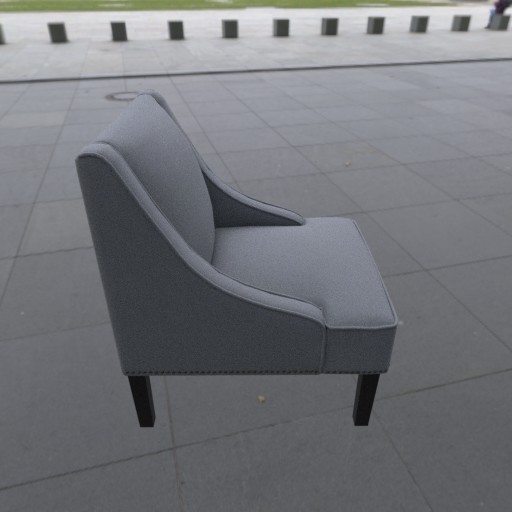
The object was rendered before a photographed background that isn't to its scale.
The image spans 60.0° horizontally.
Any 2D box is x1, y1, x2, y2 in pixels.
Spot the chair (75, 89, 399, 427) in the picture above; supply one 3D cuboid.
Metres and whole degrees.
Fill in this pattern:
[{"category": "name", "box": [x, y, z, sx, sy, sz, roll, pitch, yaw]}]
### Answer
[{"category": "chair", "box": [0.000, 0.000, 1.371, 0.747, 0.867, 0.631, 0, 32, 0]}]
